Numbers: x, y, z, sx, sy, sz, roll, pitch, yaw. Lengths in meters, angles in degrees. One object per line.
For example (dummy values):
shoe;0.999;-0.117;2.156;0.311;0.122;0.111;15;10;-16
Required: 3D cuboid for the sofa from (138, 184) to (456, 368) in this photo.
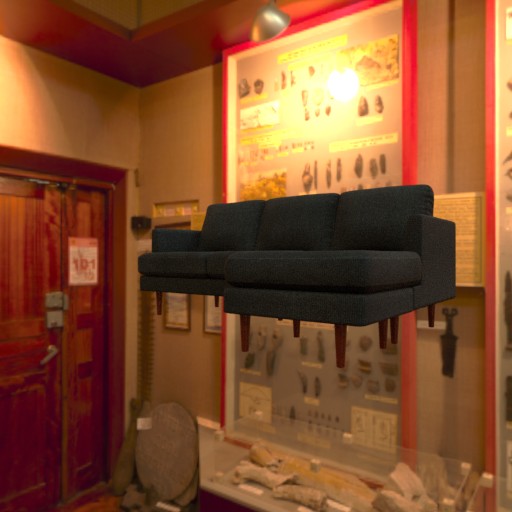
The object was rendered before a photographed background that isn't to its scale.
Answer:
sofa;0.000;0.000;3.032;2.233;0.956;1.504;0;0;37
